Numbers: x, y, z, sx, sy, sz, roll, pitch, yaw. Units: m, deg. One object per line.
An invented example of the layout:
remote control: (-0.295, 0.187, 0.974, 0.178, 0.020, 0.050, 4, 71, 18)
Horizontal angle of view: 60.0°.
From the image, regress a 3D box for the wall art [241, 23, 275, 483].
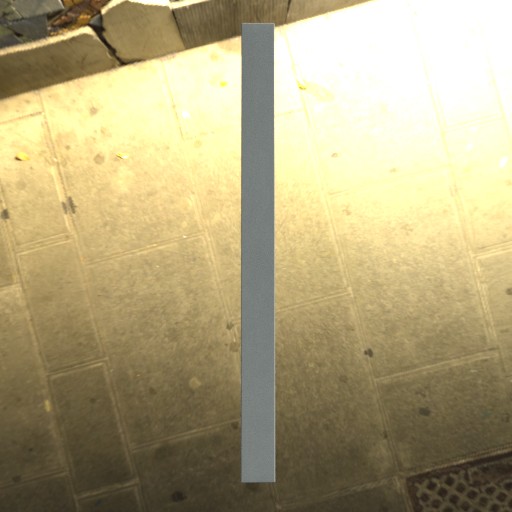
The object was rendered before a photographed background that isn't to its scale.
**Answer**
wall art: (0.000, 0.000, 0.743, 0.037, 0.508, 0.508, 0, 88, 0)
